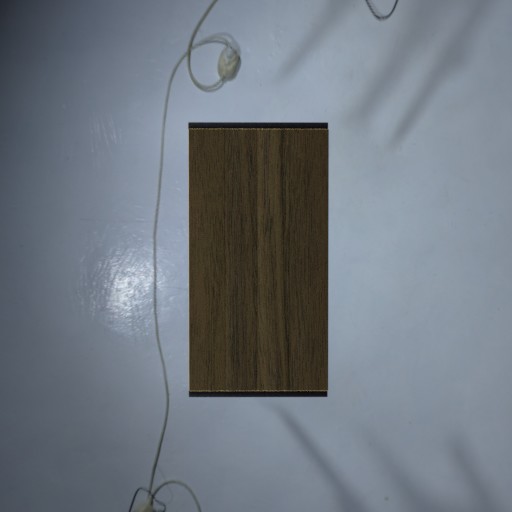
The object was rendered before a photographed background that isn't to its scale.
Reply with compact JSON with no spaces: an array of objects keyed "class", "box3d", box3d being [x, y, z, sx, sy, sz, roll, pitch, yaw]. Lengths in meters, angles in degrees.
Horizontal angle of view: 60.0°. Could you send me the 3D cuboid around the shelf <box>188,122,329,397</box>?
[{"class":"shelf","box3d":[0.000,0.000,2.359,0.431,2.015,0.847,0,91,0]}]
